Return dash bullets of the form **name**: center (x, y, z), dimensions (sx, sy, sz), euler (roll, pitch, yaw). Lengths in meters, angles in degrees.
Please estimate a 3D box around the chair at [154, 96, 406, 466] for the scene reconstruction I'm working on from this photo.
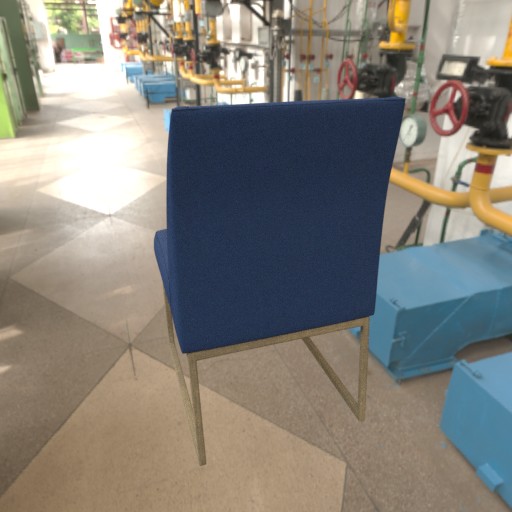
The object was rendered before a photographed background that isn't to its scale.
- **chair**: center (0.000, 0.000, 1.213), dimensions (0.508, 0.863, 0.522), euler (-8, 28, -16)
